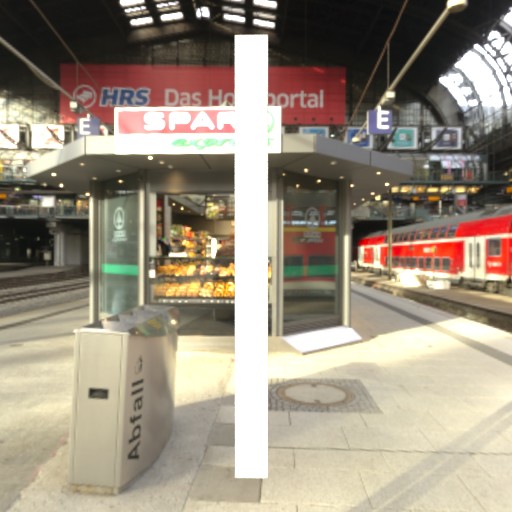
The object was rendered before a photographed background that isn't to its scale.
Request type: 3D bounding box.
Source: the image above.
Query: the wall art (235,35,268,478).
[{"bbox_3d":[0.000,0.000,0.761,0.038,0.508,0.508,0,0,1],"label":"wall art"}]
